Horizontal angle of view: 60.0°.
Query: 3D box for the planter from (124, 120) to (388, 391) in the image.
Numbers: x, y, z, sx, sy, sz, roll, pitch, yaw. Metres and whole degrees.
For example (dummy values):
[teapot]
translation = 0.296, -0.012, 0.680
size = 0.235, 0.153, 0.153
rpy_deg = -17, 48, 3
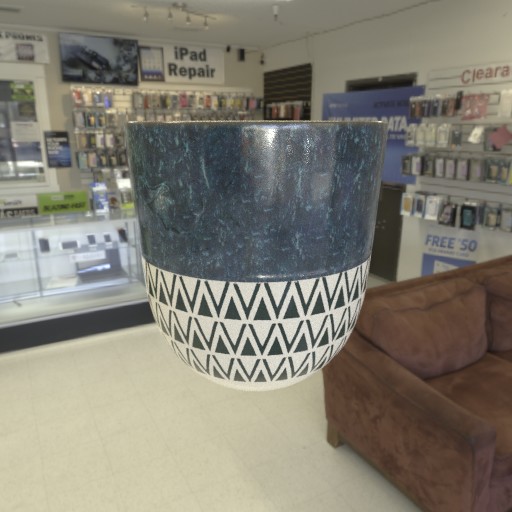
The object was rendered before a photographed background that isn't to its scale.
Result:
[planter]
translation = 0.000, 0.000, 0.369
size = 0.195, 0.214, 0.195
rpy_deg = 0, 17, 0
